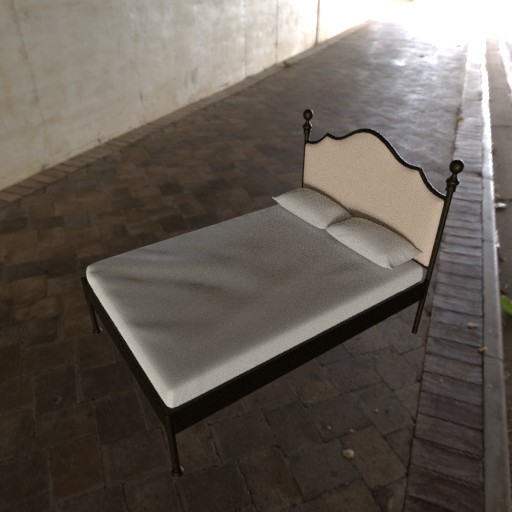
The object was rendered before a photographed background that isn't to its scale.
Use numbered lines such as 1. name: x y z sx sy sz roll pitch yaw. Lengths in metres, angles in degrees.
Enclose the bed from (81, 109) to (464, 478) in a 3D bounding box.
1. bed: 0.000 0.000 3.171 2.170 1.462 1.533 -20 38 -28
